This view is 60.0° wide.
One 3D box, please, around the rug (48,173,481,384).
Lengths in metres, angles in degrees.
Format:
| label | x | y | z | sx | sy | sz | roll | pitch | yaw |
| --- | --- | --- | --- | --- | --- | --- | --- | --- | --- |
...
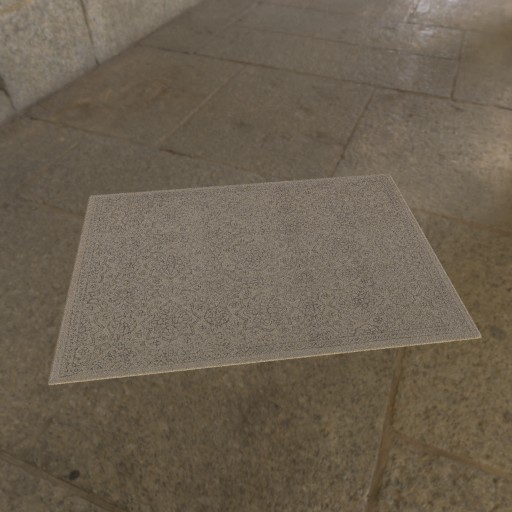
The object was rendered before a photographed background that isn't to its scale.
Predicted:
| label | x | y | z | sx | sy | sz | roll | pitch | yaw |
| --- | --- | --- | --- | --- | --- | --- | --- | --- | --- |
| rug | 0.000 | 0.000 | 2.834 | 2.286 | 0.011 | 1.524 | -5 | 46 | -5 |
